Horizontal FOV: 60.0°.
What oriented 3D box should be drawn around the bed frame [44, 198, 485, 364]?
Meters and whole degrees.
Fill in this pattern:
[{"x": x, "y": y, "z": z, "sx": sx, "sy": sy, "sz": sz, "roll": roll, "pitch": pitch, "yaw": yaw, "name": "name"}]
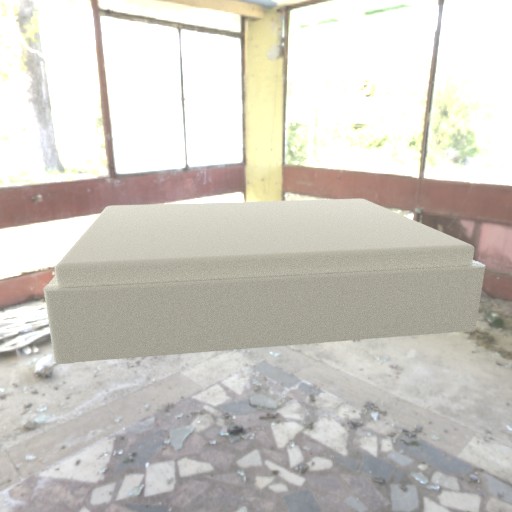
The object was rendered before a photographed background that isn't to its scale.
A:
[{"x": 0.000, "y": 0.000, "z": 2.538, "sx": 1.900, "sy": 0.406, "sz": 1.400, "roll": -3, "pitch": 17, "yaw": -9, "name": "bed frame"}]
